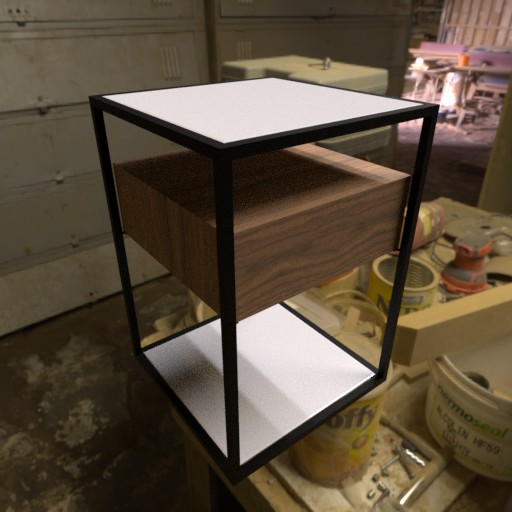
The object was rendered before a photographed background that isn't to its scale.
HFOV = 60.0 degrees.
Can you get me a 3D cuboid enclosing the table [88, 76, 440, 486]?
[{"bbox_3d":[0.000,0.000,0.800,0.378,0.540,0.378,-20,35,-32],"label":"table"}]
